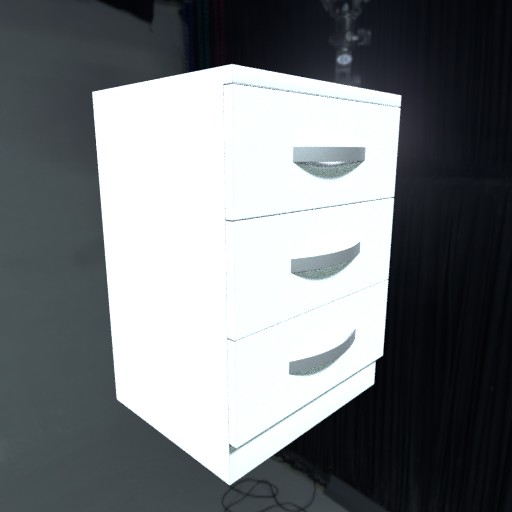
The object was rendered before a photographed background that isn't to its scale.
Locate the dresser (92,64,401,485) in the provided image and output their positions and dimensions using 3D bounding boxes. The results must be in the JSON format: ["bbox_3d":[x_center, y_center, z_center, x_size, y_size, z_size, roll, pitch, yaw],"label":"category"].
[{"bbox_3d":[0.000,0.000,0.807,0.360,0.560,0.400,13,18,43],"label":"dresser"}]
